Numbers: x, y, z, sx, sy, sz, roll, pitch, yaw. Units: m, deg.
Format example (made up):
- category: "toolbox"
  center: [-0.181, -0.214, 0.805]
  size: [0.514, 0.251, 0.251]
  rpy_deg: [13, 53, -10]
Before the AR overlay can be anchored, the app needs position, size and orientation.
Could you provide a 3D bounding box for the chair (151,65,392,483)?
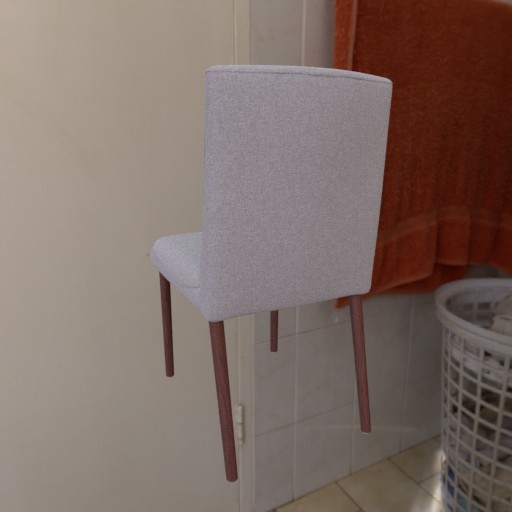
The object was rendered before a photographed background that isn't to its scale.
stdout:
- category: "chair"
  center: [0.000, 0.000, 1.176]
  size: [0.456, 0.859, 0.570]
  rpy_deg: [-7, 16, -25]
